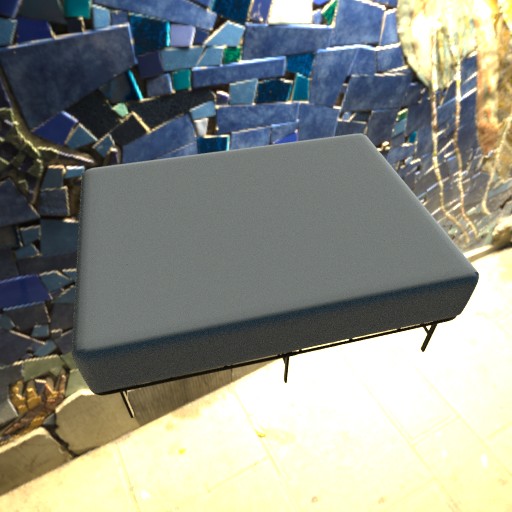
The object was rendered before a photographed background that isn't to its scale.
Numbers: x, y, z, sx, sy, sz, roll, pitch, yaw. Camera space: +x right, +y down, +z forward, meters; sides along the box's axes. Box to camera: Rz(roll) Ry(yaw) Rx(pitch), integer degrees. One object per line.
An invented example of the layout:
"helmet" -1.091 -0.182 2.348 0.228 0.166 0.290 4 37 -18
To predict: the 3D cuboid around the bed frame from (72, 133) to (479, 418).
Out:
"bed frame" 0.000 0.000 2.832 2.037 0.677 1.528 -10 46 -10
